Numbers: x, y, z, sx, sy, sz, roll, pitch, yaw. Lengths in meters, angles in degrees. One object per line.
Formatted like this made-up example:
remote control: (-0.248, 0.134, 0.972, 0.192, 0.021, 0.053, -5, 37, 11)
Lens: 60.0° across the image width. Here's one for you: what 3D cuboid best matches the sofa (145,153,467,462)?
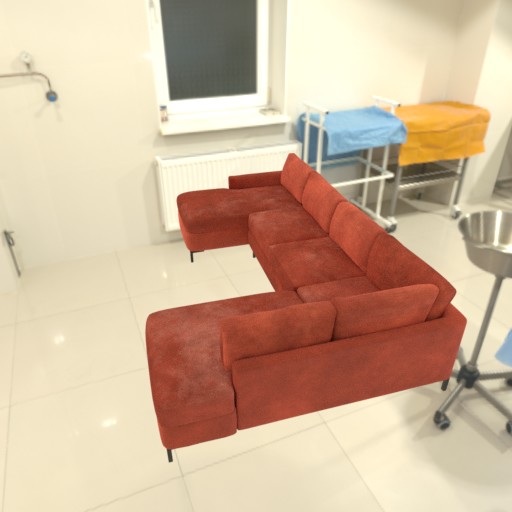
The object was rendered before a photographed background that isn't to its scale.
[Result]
sofa: (0.000, 0.000, 3.819, 1.981, 0.858, 2.971, -8, 32, -14)
